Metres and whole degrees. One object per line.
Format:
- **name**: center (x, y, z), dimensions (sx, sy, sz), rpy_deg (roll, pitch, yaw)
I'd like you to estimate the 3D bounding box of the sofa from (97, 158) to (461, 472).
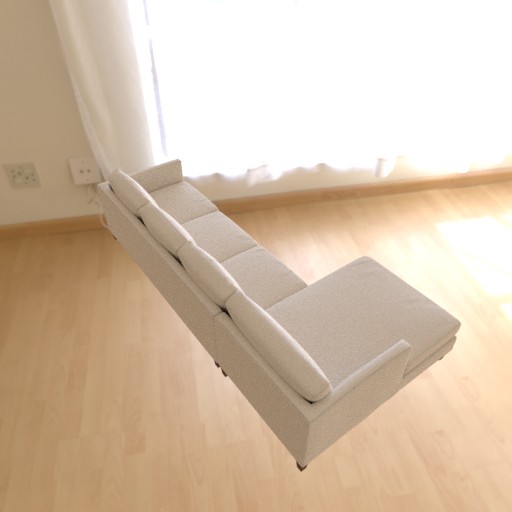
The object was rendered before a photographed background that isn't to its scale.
- **sofa**: center (0.000, 0.000, 3.989), dimensions (1.625, 0.846, 3.186), rpy_deg (-26, 47, -27)
